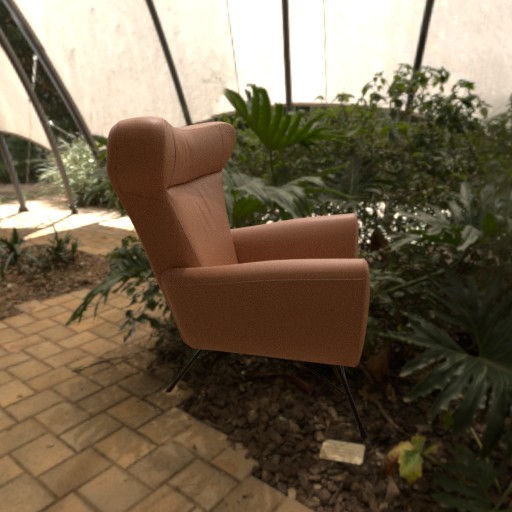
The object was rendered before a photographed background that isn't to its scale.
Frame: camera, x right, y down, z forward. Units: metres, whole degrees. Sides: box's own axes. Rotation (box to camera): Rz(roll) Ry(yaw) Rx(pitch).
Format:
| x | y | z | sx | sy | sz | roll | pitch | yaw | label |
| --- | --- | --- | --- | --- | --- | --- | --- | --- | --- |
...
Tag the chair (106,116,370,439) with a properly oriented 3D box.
| x | y | z | sx | sy | sz | roll | pitch | yaw | label |
| --- | --- | --- | --- | --- | --- | --- | --- | --- | --- |
| 0.000 | 0.000 | 1.780 | 0.900 | 1.050 | 0.980 | 3 | 16 | 10 | chair |
